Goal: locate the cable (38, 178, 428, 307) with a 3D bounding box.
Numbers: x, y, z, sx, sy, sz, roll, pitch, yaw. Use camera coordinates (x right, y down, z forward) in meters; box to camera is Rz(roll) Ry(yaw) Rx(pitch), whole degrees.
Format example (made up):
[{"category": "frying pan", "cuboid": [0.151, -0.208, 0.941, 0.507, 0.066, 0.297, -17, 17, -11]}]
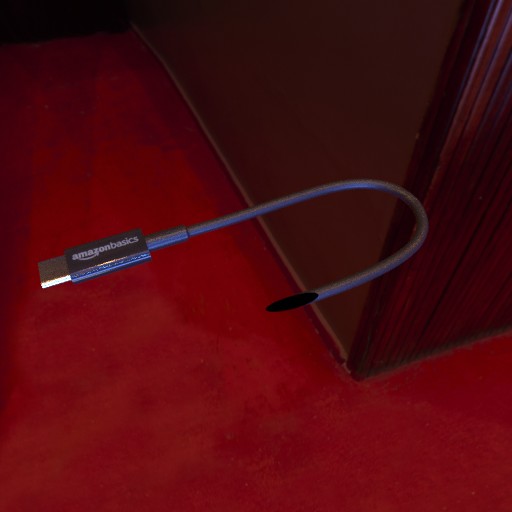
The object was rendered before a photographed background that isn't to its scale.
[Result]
[{"category": "cable", "cuboid": [0.000, 0.000, 0.109, 0.098, 0.005, 0.041, -18, 51, -16]}]
